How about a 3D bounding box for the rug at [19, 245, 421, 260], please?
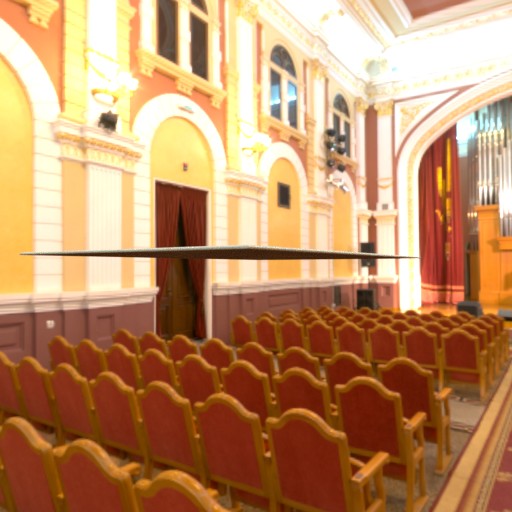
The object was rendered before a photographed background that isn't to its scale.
[{"bbox_3d":[0.000,0.000,2.328,1.219,0.012,1.840,-1,-2,34],"label":"rug"}]
